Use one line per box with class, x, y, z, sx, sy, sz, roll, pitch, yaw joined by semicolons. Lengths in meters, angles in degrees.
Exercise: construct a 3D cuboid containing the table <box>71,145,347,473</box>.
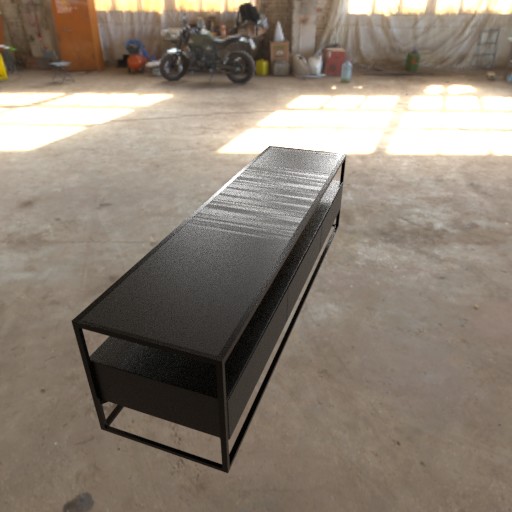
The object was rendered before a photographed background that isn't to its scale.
table;0.000;0.000;1.701;0.399;0.395;1.486;11;33;17
